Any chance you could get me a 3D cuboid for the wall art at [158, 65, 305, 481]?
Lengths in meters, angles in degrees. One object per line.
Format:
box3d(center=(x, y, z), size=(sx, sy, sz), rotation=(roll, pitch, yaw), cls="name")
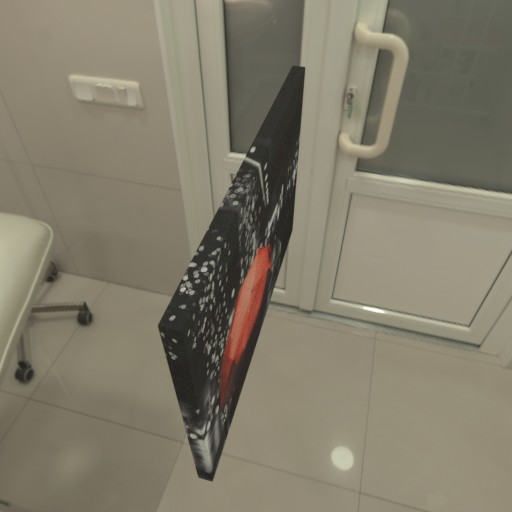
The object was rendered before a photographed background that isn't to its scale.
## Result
box3d(center=(0.000, 0.000, 1.138), size=(0.038, 0.609, 0.914), rotation=(11, 46, 11), cls="wall art")
